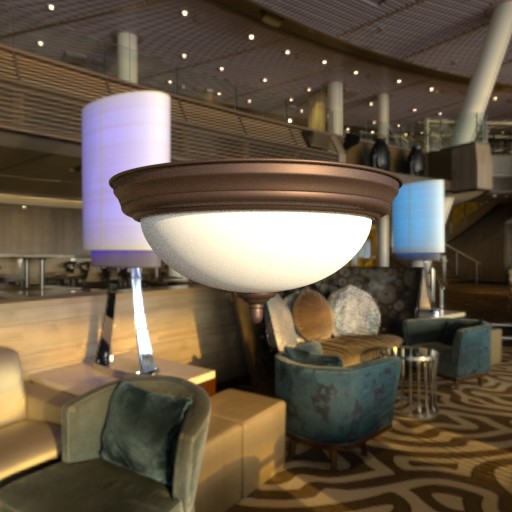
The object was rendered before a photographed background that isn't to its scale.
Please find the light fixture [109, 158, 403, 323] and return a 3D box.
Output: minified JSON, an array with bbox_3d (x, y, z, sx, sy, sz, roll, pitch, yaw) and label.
[{"bbox_3d":[0.000,0.000,0.443,0.280,0.135,0.280,0,0,0],"label":"light fixture"}]
